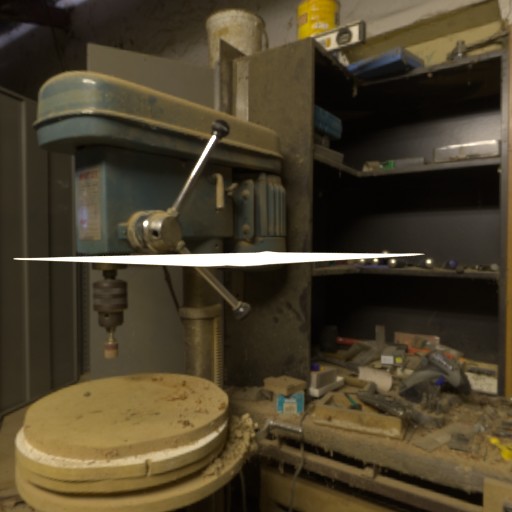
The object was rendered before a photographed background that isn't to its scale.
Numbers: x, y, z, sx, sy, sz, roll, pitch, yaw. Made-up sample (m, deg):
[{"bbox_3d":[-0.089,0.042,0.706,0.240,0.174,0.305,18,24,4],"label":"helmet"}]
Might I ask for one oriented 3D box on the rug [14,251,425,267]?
[{"bbox_3d":[0.000,0.000,2.949,1.518,0.023,2.434,1,2,36],"label":"rug"}]
